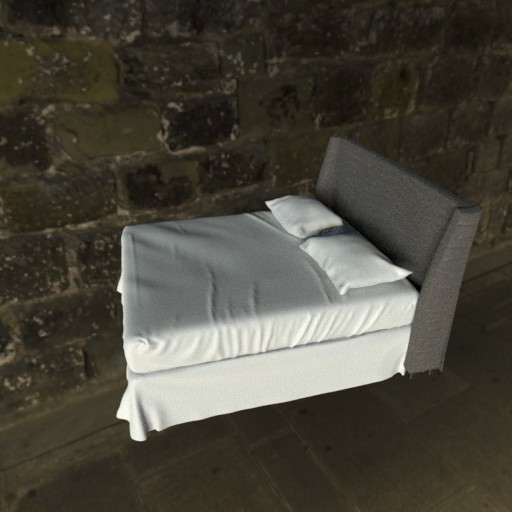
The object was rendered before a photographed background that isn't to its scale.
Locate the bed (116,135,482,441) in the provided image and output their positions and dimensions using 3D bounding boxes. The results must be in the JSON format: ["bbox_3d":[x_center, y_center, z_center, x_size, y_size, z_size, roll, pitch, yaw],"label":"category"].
[{"bbox_3d":[0.000,0.000,3.451,2.276,1.332,1.925,-7,30,-13],"label":"bed"}]
